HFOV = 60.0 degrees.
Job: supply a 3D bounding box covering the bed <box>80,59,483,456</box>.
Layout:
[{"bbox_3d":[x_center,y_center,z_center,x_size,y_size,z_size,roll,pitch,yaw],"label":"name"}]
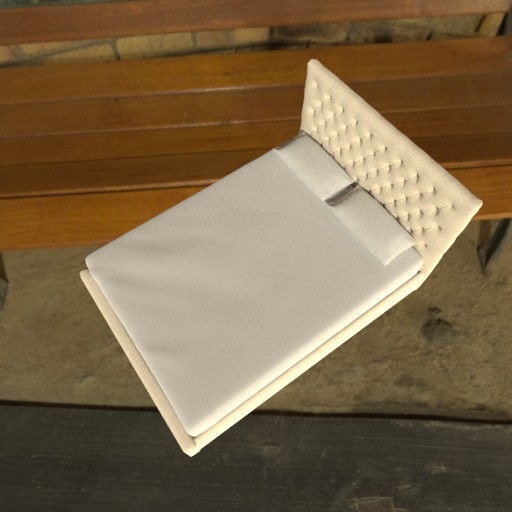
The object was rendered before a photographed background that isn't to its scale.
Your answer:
[{"bbox_3d":[0.000,0.000,3.397,2.387,1.427,1.698,-32,67,-16],"label":"bed"}]
